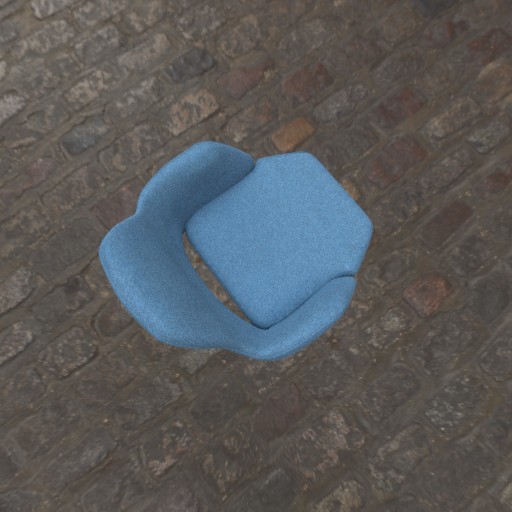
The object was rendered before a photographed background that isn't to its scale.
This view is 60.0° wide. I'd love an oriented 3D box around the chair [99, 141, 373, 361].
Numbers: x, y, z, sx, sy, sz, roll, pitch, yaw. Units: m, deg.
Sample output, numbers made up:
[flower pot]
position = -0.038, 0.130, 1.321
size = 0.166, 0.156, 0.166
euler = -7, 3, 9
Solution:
[chair]
position = 0.000, 0.000, 1.330
size = 0.666, 0.920, 0.589
euler = -37, 78, -9
